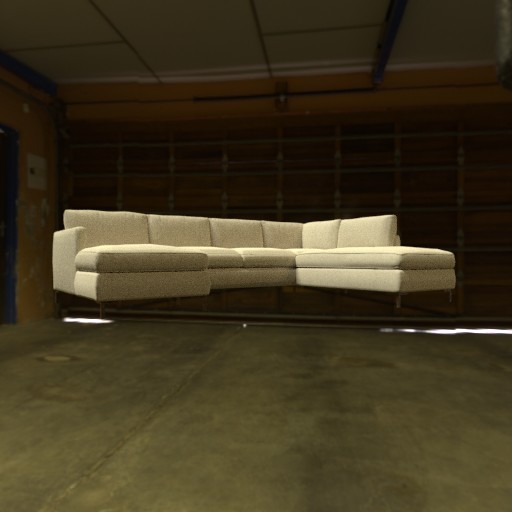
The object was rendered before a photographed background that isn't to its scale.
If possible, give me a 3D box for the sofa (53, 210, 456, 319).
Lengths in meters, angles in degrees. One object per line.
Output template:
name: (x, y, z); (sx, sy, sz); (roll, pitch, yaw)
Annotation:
sofa: (0.000, 0.000, 3.593); (2.737, 0.756, 1.879); (0, 0, -36)
